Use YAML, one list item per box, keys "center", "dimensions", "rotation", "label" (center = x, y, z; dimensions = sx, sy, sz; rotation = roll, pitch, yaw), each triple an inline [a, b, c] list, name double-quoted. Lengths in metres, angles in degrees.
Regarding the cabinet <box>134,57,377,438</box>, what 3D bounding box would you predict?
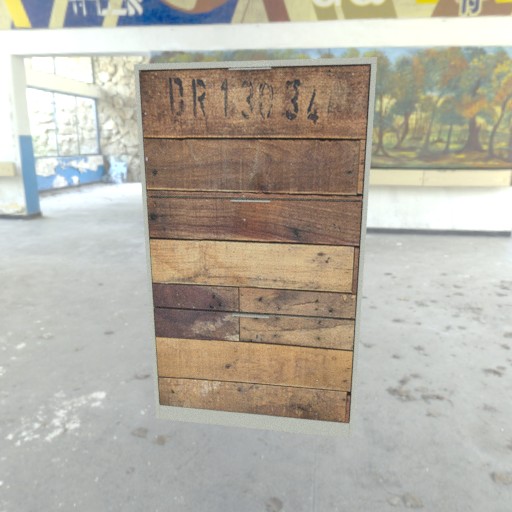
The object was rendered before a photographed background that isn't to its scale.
- center: [0.000, 0.000, 1.611]
  dimensions: [0.750, 1.280, 0.250]
  rotation: [2, 15, 9]
  label: "cabinet"
